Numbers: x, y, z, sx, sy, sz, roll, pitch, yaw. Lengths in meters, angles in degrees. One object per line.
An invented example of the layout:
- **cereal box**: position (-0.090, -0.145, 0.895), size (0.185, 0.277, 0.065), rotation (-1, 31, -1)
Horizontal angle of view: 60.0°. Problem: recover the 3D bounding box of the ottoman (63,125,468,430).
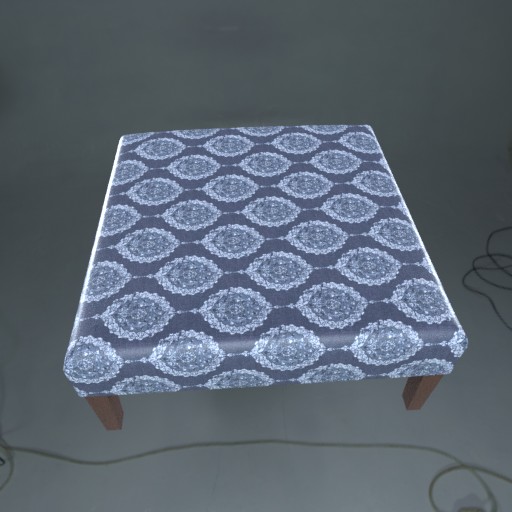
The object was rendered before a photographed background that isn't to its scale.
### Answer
- **ottoman**: position (0.000, 0.000, 1.366), size (0.890, 0.409, 0.889), rotation (-3, 48, -3)
